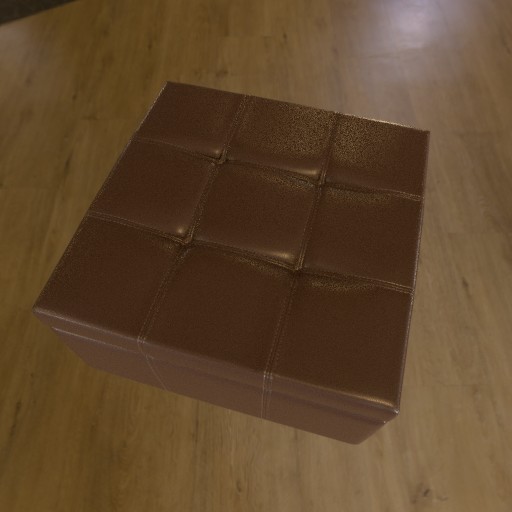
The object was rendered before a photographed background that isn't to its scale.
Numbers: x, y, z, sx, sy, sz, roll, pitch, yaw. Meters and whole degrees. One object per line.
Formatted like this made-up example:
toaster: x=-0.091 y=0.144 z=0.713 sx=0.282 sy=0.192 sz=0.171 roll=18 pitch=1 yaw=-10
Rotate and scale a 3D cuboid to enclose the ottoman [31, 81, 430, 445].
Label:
ottoman: x=0.000 y=0.000 z=1.250 sx=0.788 sy=0.460 sz=0.787 roll=14 pitch=60 yaw=8
